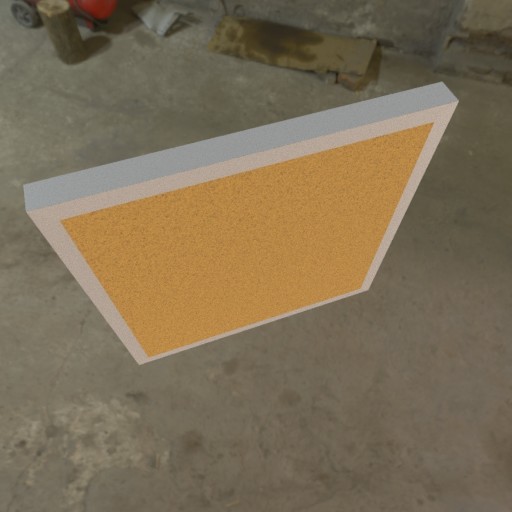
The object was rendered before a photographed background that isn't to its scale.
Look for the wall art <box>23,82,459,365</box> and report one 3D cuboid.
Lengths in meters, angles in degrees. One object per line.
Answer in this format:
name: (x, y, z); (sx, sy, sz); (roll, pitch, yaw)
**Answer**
wall art: (0.000, 0.000, 1.829); (1.289, 1.291, 0.098); (-17, 60, -10)
